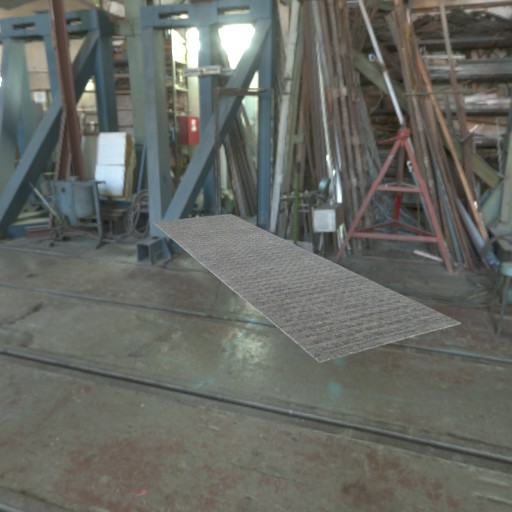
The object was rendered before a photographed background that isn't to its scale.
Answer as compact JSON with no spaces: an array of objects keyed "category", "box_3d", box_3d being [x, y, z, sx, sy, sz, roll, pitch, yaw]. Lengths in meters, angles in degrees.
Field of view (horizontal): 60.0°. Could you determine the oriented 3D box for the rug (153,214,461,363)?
[{"category":"rug","box_3d":[0.000,0.000,2.743,0.706,0.009,2.443,-8,19,-25]}]
